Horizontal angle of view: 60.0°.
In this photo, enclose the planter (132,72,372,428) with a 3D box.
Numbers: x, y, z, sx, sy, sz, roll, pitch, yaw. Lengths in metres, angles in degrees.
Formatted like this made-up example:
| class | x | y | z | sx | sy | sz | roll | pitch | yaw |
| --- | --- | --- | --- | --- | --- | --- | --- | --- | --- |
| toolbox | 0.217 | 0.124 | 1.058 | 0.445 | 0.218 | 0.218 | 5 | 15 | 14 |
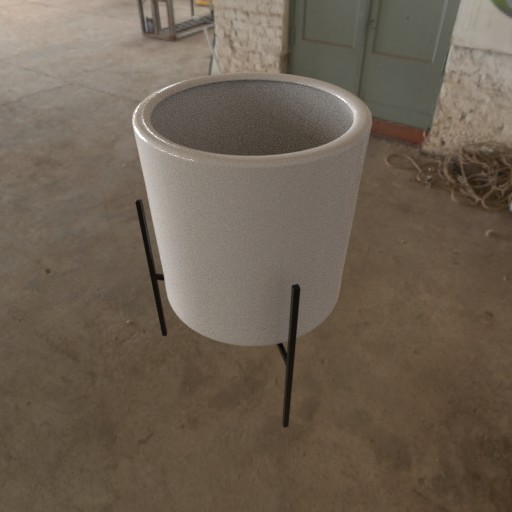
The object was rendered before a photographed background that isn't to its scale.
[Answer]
| class | x | y | z | sx | sy | sz | roll | pitch | yaw |
| --- | --- | --- | --- | --- | --- | --- | --- | --- | --- |
| planter | 0.000 | 0.000 | 0.649 | 0.307 | 0.431 | 0.308 | -11 | 41 | -13 |
